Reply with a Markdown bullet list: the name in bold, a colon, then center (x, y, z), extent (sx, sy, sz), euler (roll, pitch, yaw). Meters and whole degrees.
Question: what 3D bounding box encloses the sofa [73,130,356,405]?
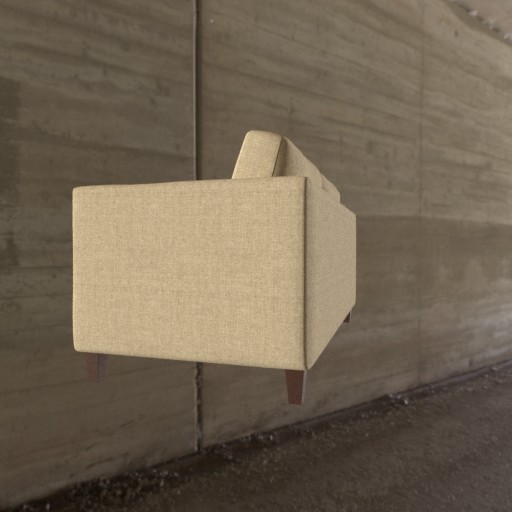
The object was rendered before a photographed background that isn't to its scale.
- **sofa**: center (0.000, 0.000, 2.445), extent (0.950, 0.963, 1.884), euler (0, 1, 17)
